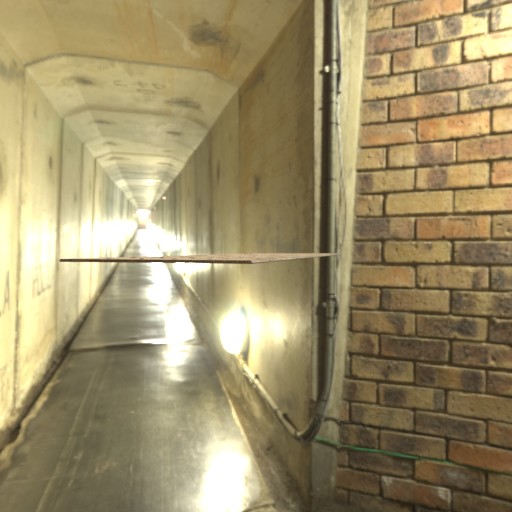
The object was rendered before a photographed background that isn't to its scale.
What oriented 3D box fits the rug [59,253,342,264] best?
[{"bbox_3d":[0.000,0.000,2.677,0.750,0.011,2.435,0,1,18],"label":"rug"}]
